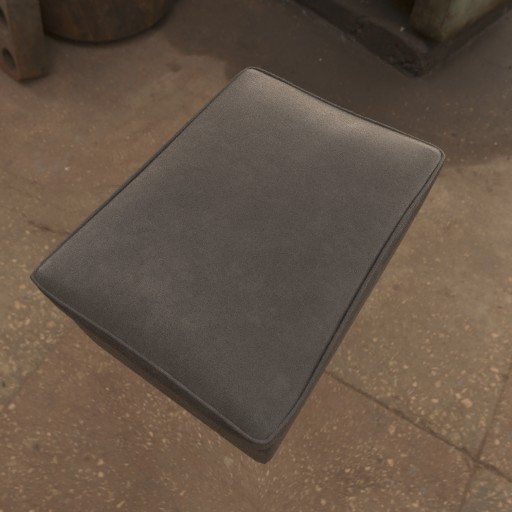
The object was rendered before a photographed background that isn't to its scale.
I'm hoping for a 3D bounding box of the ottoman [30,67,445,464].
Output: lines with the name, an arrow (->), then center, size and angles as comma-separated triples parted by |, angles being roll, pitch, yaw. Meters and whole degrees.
ottoman -> 0.000, 0.000, 1.070 | 0.554, 0.445, 0.756 | 30, 64, 16
